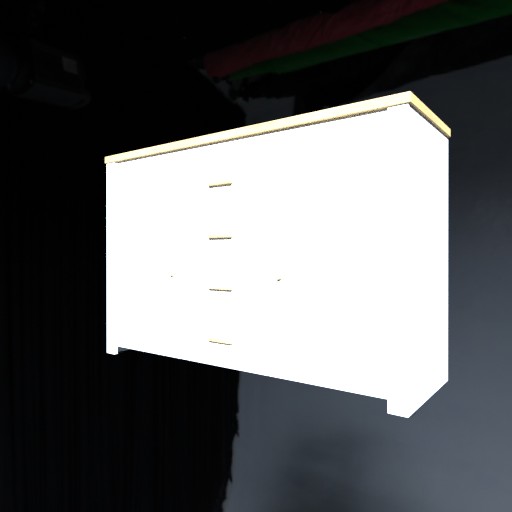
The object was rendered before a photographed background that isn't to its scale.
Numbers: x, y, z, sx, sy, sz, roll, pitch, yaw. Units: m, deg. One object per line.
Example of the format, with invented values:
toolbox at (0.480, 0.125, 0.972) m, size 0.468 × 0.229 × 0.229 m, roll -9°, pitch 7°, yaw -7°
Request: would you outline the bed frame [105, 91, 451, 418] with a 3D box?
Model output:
bed frame at (0.000, 0.000, 1.696) m, size 1.300 × 0.850 × 0.430 m, roll 0°, pitch 0°, yaw 36°
